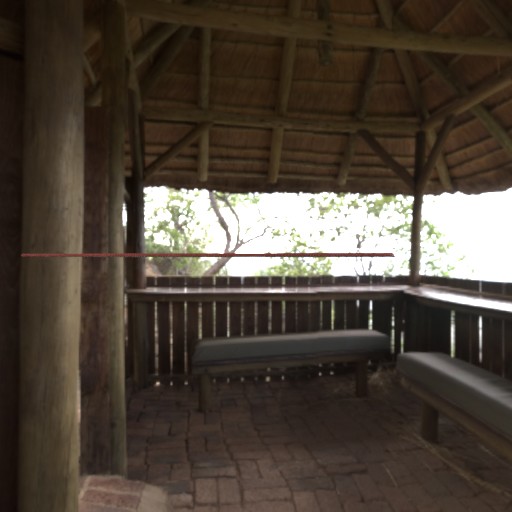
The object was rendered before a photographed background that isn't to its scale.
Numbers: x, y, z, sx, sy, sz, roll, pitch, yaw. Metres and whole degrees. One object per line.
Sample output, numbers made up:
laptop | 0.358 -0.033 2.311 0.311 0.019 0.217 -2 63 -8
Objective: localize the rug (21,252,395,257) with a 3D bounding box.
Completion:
rug | 0.000 0.000 4.053 2.430 0.018 2.976 0 0 17
